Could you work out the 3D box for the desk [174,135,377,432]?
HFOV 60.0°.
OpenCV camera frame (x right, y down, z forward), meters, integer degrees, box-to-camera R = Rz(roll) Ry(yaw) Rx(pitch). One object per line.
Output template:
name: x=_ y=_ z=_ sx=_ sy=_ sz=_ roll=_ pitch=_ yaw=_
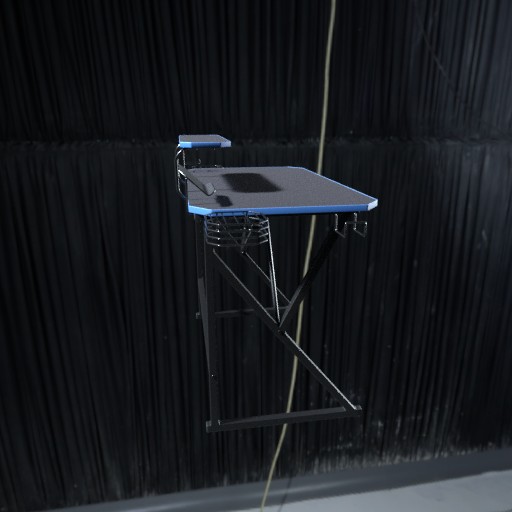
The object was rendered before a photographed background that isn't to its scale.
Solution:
desk: x=0.000 y=0.000 z=1.762 sx=0.594 sy=0.909 sz=1.295 roll=-3 pitch=18 yaw=-9
